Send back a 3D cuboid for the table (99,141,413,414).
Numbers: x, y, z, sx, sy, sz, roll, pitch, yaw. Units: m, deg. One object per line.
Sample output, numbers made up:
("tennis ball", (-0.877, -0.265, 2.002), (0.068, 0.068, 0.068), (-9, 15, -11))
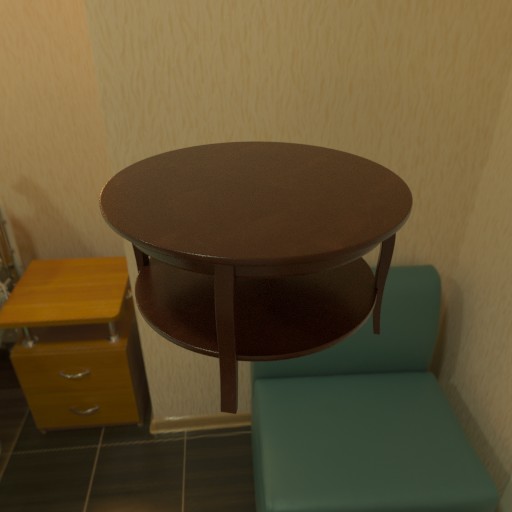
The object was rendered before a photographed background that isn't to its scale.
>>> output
("table", (0.000, 0.000, 1.472), (0.911, 0.512, 0.911), (0, 30, 0))
